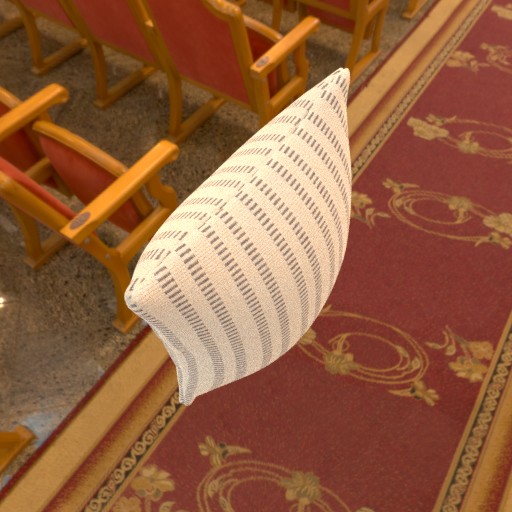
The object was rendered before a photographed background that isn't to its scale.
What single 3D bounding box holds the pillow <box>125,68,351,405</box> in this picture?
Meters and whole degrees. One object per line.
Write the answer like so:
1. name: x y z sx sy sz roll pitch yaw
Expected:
1. pillow: 0.000 0.000 0.690 0.247 0.419 0.438 31 63 18
